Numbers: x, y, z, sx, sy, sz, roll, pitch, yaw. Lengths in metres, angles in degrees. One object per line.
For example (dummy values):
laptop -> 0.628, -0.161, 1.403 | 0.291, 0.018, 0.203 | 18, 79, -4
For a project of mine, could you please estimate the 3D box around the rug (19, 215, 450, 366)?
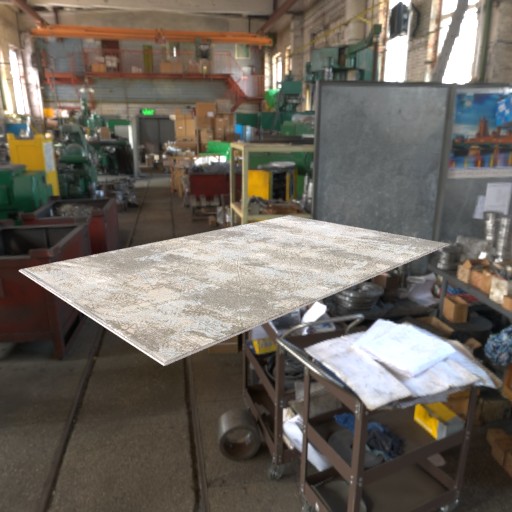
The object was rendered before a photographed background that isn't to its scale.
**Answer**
rug -> 0.000, 0.000, 2.920 | 2.431, 0.012, 1.536 | -15, 22, -42
